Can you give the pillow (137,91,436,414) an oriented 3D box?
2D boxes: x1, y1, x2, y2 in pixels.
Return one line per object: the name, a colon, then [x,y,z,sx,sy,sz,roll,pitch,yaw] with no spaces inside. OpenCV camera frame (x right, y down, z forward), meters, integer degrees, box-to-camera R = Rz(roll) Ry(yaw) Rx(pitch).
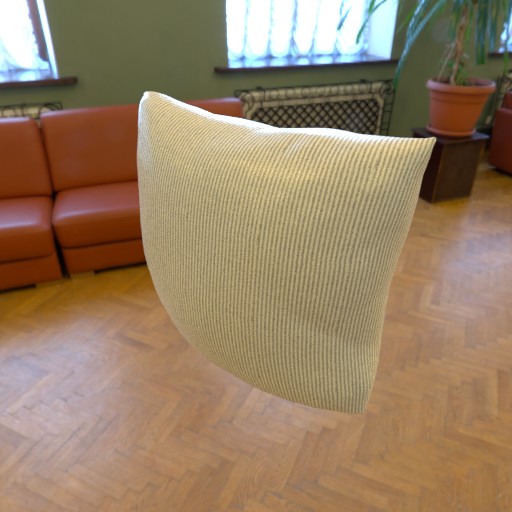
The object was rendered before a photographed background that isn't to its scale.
pillow: [0.000,0.000,0.679,0.310,0.432,0.387,-11,33,-18]
